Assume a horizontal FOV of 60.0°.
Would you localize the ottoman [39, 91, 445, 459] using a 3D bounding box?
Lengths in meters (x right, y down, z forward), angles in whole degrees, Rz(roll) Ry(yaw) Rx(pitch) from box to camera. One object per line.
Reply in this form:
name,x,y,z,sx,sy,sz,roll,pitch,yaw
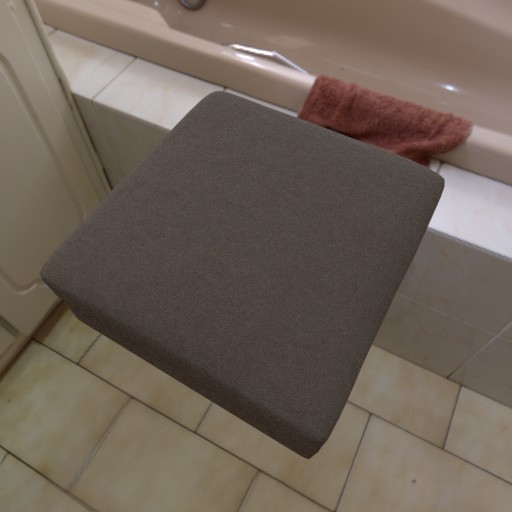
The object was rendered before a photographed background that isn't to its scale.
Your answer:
ottoman,0.000,0.000,1.401,0.861,0.482,0.881,26,61,16
